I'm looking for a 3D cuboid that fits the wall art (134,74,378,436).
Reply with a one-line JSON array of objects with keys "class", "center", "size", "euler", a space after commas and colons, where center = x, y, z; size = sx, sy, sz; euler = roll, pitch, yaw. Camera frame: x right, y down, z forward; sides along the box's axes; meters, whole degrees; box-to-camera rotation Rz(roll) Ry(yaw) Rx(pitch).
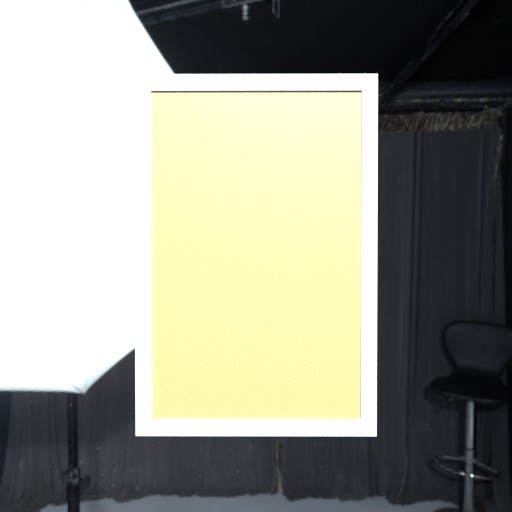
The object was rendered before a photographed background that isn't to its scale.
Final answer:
[{"class": "wall art", "center": [0.000, 0.000, 0.765], "size": [0.408, 0.611, 0.038], "euler": [0, 1, 0]}]
